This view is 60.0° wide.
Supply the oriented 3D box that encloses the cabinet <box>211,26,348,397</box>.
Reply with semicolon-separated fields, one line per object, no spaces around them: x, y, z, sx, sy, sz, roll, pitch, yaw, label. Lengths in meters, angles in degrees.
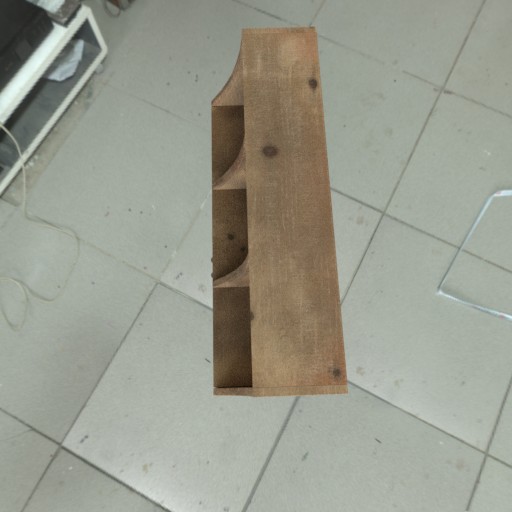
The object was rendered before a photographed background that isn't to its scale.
0.000;0.000;0.831;0.184;0.590;0.489;-2;74;-1;cabinet
